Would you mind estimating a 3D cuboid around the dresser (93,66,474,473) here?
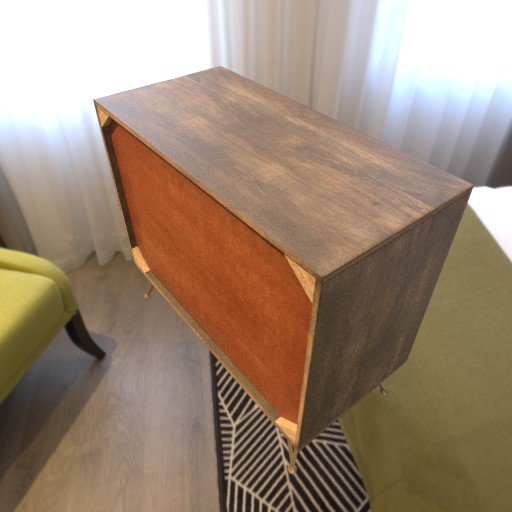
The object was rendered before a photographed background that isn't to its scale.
[{"bbox_3d":[0.000,0.000,1.363,0.453,0.801,0.923,-28,49,-28],"label":"dresser"}]
